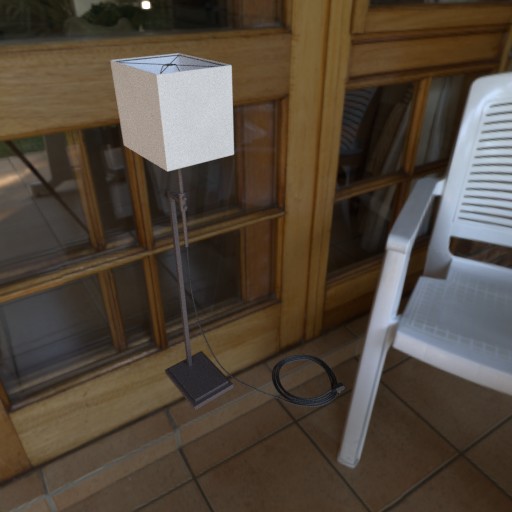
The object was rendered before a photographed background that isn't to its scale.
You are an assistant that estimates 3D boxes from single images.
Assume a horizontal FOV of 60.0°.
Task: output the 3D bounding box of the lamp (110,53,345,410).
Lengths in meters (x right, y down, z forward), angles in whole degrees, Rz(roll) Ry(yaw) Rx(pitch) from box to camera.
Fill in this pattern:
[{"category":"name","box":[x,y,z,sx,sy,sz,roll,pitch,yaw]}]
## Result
[{"category":"lamp","box":[0.000,0.000,1.972,0.774,1.600,0.698,-23,39,-31]}]
